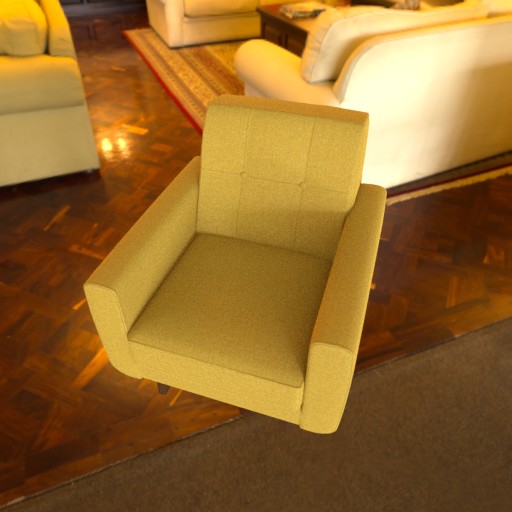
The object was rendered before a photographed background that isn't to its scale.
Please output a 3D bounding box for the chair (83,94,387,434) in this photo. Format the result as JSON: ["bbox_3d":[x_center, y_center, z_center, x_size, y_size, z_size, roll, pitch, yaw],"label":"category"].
[{"bbox_3d":[0.000,0.000,1.612,0.831,0.841,0.909,12,42,14],"label":"chair"}]
